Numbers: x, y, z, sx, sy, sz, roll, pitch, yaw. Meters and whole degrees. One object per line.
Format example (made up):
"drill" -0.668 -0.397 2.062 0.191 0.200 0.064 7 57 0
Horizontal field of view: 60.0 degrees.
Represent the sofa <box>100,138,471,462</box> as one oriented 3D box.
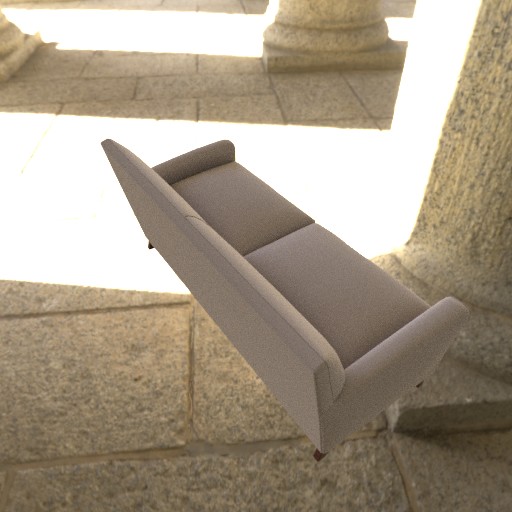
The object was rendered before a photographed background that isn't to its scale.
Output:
"sofa" 0.000 0.000 2.407 0.875 0.846 2.000 -24 46 -26
